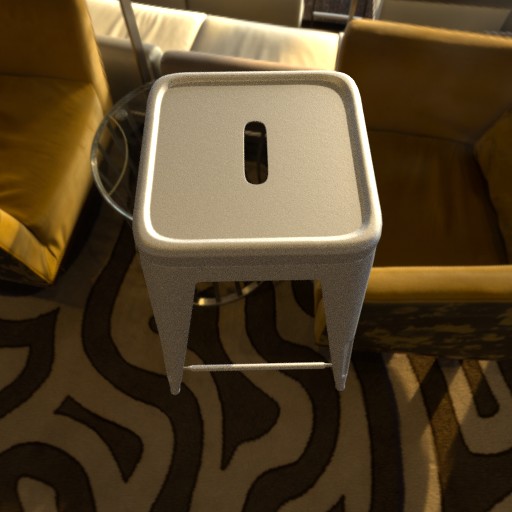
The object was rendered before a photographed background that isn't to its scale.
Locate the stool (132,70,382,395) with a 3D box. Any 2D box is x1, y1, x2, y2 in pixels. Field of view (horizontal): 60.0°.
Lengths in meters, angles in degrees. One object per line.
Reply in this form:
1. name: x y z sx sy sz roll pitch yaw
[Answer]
1. stool: 0.000 0.000 0.853 0.406 0.610 0.406 -1 63 -1
